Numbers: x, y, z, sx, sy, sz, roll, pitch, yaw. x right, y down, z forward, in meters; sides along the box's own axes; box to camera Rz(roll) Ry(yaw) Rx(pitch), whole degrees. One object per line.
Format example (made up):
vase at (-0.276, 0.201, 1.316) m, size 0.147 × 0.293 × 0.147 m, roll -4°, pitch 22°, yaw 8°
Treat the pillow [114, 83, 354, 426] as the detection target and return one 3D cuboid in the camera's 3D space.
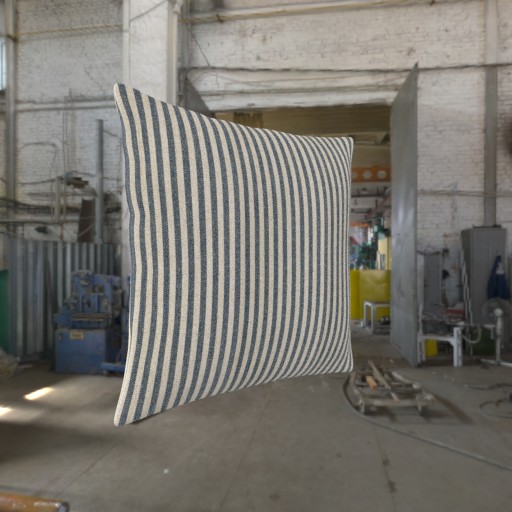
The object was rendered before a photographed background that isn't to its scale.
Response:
pillow at (0.000, 0.000, 0.811) m, size 0.523 × 0.510 × 0.166 m, roll 0°, pitch 0°, yaw -36°
